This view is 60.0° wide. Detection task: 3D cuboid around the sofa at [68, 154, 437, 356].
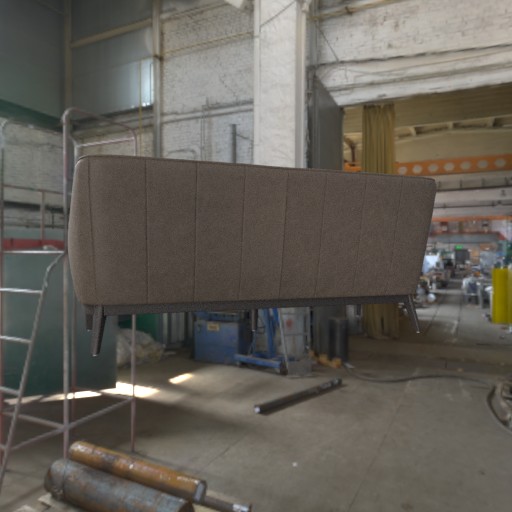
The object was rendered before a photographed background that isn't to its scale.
[{"bbox_3d":[0.000,0.000,2.418,1.928,0.831,0.869,0,0,-19],"label":"sofa"}]
